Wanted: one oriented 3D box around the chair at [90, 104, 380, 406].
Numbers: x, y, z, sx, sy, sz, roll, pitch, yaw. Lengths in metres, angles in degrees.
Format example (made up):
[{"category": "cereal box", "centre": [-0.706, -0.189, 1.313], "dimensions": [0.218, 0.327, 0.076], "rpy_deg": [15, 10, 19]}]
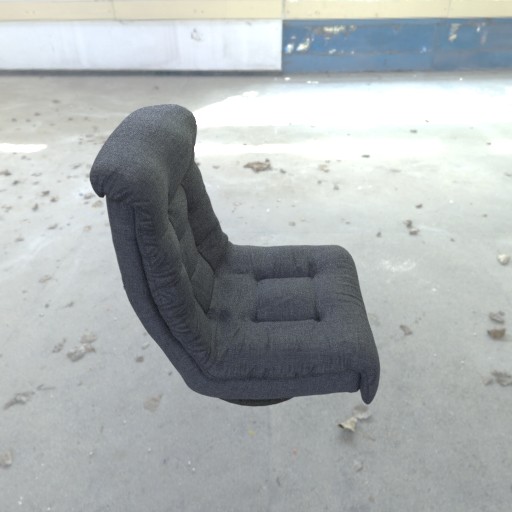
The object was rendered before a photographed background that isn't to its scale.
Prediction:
[{"category": "chair", "centre": [0.000, 0.000, 1.244], "dimensions": [0.668, 0.749, 0.597], "rpy_deg": [1, 34, 1]}]
